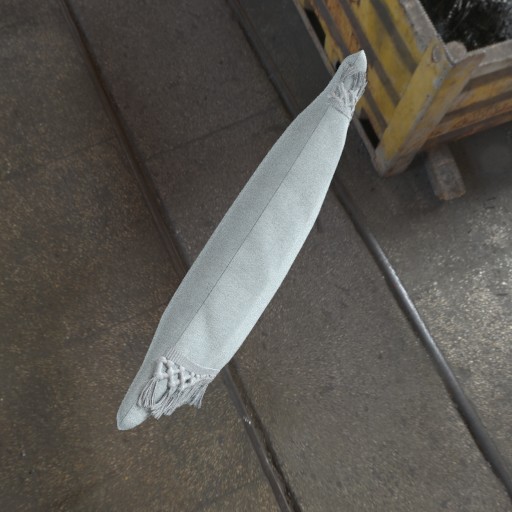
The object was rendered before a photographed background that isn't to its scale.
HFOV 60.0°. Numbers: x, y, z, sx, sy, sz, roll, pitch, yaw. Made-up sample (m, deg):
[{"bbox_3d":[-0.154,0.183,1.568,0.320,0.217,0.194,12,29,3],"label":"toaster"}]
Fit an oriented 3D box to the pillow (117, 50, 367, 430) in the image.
[{"bbox_3d":[0.000,0.000,0.583,0.084,0.305,0.466,31,77,8],"label":"pillow"}]
